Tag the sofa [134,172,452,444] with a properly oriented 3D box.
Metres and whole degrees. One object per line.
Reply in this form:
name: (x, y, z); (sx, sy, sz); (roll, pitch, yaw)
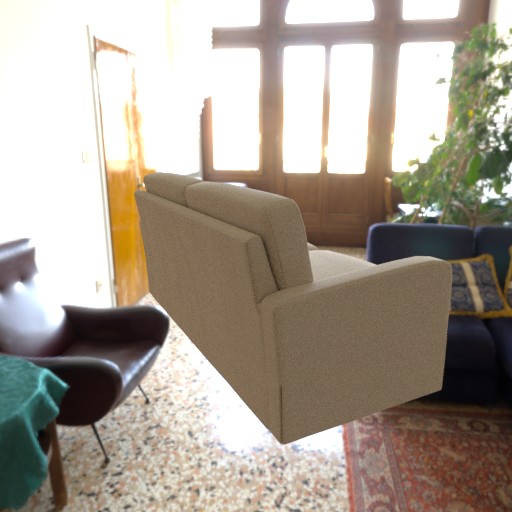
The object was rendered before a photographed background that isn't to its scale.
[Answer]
sofa: (0.000, 0.000, 2.337); (0.894, 0.831, 1.808); (-7, 16, -26)
